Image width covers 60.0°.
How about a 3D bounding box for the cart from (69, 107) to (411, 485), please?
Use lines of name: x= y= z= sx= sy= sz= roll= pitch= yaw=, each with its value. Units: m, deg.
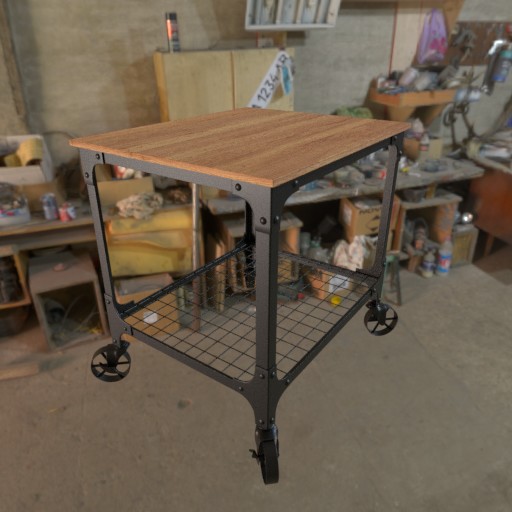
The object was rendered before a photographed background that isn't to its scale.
cart: x=0.000 y=0.000 z=1.090 sx=0.558 sy=0.603 sz=0.666 roll=17 pitch=31 yaw=32
